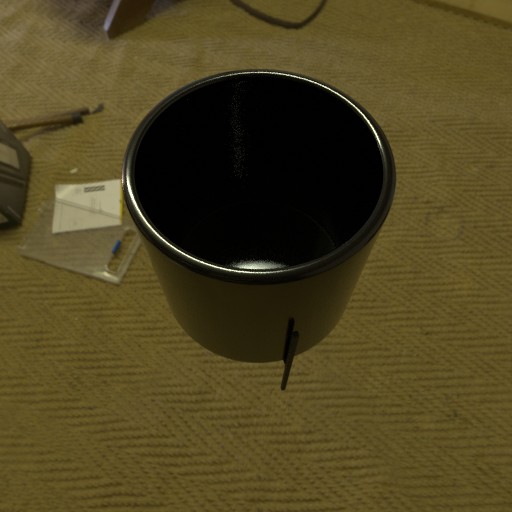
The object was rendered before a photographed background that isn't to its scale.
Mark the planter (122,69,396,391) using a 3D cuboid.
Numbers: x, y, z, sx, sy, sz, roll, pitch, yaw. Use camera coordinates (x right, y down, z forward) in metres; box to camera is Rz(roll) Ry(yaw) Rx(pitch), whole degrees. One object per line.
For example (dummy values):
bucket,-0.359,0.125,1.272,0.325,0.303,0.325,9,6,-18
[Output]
planter,0.000,0.000,0.672,0.310,0.432,0.310,-1,61,-1
